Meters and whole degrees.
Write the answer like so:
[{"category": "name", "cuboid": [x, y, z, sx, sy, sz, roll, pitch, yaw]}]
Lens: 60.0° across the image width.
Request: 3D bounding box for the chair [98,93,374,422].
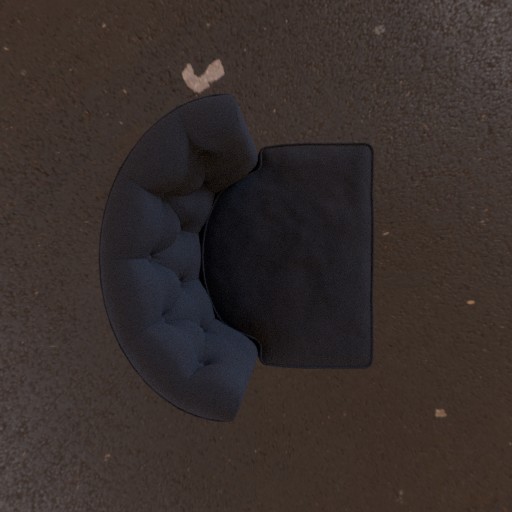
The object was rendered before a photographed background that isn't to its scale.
[{"category": "chair", "cuboid": [0.000, 0.000, 1.348, 0.718, 0.771, 0.740, 0, 91, -1]}]
